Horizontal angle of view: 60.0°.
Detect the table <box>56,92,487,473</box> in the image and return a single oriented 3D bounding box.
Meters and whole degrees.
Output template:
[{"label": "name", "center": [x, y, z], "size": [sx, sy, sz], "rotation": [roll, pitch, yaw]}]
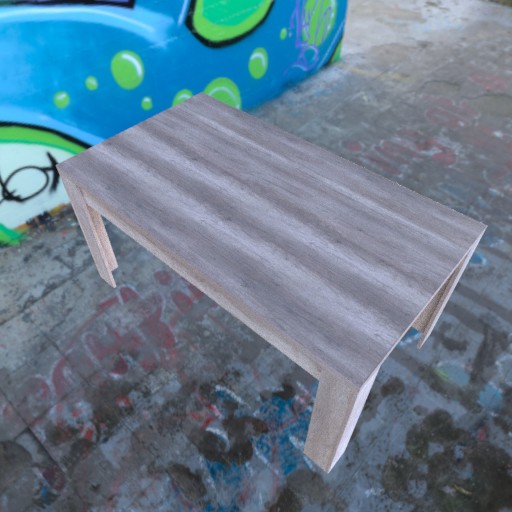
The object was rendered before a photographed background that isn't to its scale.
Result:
[{"label": "table", "center": [0.000, 0.000, 2.135], "size": [1.600, 0.775, 0.900], "rotation": [33, 56, 27]}]
